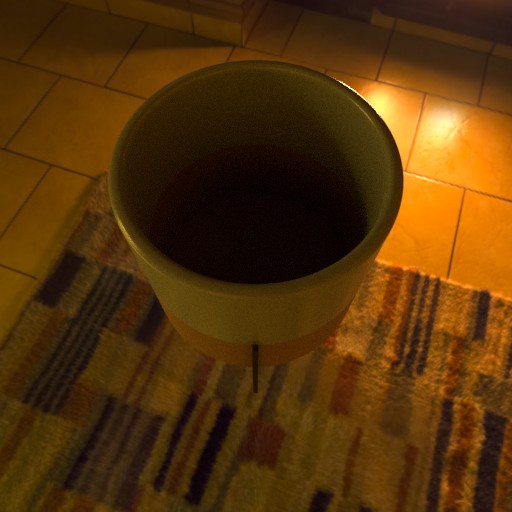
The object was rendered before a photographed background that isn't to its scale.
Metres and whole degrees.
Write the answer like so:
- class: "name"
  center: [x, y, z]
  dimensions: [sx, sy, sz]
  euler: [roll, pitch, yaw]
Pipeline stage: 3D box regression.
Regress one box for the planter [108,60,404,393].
- class: "planter"
  center: [0.000, 0.000, 0.728]
  dimensions: [0.348, 0.480, 0.360]
  euler: [0, 64, 0]
